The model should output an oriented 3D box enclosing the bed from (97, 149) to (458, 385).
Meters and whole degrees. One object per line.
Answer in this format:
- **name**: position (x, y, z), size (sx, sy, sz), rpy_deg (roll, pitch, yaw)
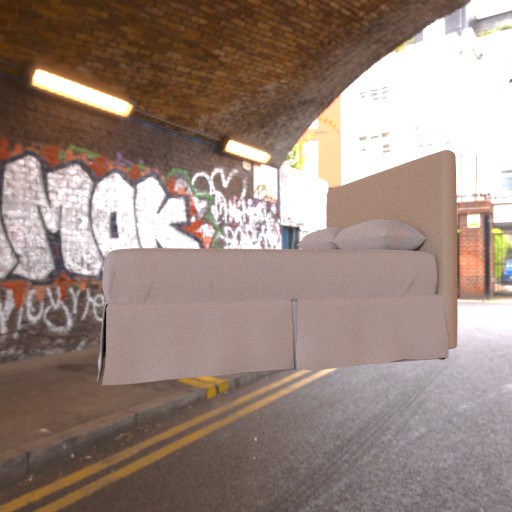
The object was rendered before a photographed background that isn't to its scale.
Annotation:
- **bed**: position (0.000, 0.000, 3.253), size (2.142, 1.330, 1.748), rpy_deg (0, -1, -17)
